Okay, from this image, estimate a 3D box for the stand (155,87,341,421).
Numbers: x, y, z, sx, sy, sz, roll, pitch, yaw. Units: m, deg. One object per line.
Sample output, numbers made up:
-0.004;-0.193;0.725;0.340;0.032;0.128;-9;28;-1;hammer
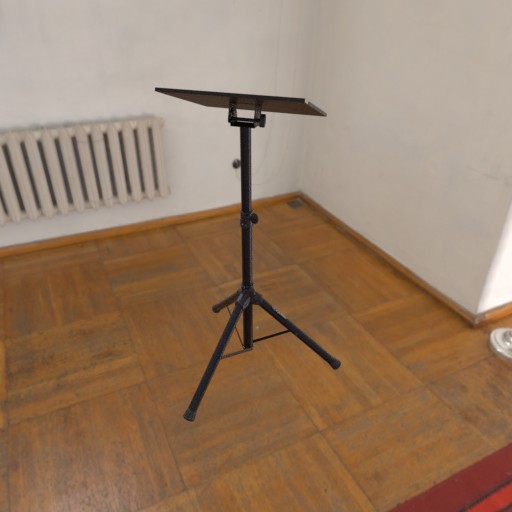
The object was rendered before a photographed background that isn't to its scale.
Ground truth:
0.000;0.000;1.646;0.702;1.198;0.702;10;33;16;stand
